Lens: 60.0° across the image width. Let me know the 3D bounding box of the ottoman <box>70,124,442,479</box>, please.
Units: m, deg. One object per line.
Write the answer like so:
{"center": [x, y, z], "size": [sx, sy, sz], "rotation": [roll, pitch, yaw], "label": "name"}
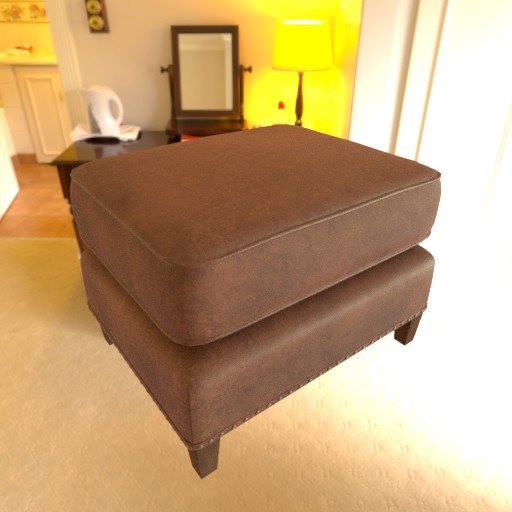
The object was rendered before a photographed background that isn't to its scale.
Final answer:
{"center": [0.000, 0.000, 1.122], "size": [0.738, 0.537, 0.589], "rotation": [-21, 36, -31], "label": "ottoman"}
